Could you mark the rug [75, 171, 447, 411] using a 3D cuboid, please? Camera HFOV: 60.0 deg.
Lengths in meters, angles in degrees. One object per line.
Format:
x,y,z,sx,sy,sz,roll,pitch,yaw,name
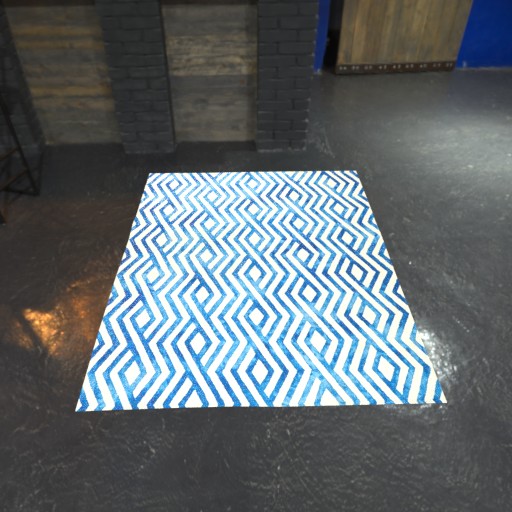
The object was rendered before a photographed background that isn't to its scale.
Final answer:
0.000,0.000,4.074,2.453,0.008,3.059,-1,40,-1,rug
